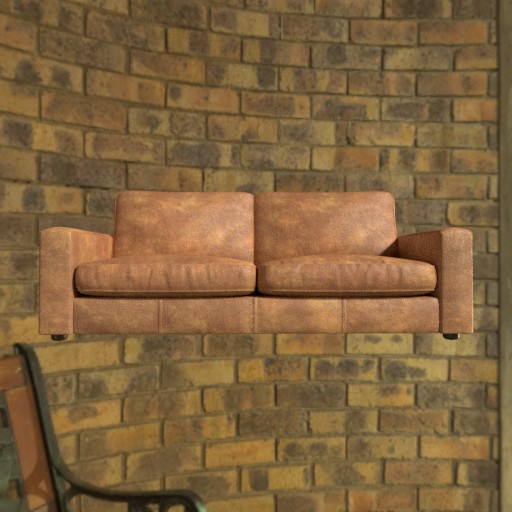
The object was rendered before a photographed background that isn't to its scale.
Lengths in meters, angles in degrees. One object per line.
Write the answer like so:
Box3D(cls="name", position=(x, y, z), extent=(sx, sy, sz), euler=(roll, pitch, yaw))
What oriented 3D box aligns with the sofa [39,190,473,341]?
Box3D(cls="sofa", position=(0.000, 0.000, 2.677), extent=(2.179, 0.873, 1.016), euler=(0, -1, -1))
